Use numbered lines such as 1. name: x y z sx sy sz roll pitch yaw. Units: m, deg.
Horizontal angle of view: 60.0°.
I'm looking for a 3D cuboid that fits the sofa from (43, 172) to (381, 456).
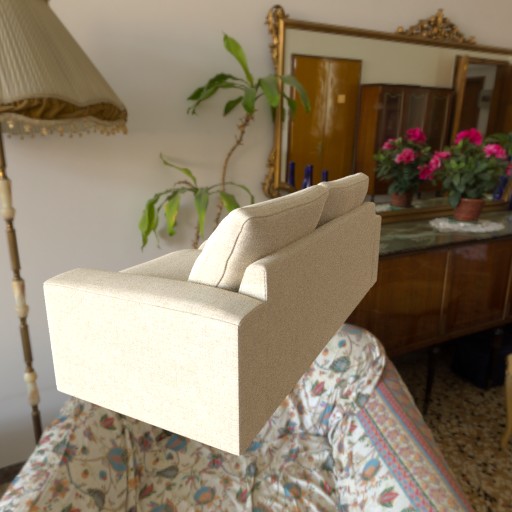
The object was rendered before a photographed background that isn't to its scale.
1. sofa: 0.000 0.000 2.726 1.040 0.922 2.299 8 17 26
